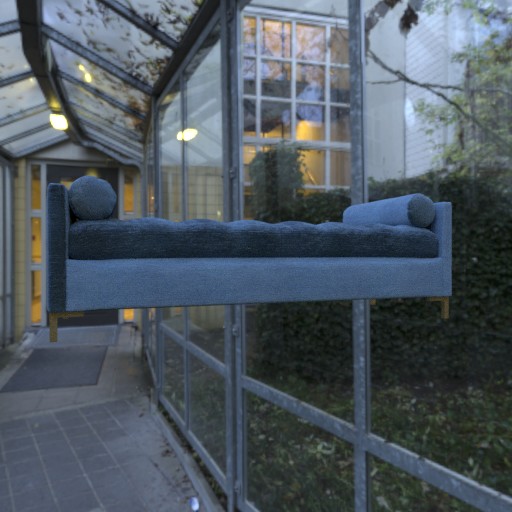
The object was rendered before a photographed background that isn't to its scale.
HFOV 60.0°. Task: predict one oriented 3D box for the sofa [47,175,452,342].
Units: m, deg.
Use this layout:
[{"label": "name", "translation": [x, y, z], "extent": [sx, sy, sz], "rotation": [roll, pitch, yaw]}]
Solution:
[{"label": "sofa", "translation": [0.000, 0.000, 2.512], "extent": [2.102, 0.705, 0.796], "rotation": [0, 0, -19]}]
